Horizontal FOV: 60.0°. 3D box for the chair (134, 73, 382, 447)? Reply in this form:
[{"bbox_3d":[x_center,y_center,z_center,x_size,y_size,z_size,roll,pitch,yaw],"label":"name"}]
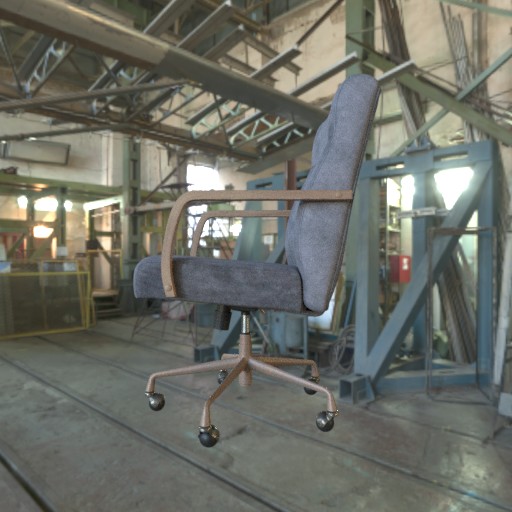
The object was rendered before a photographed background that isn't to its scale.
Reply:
[{"bbox_3d":[0.000,0.000,1.474,0.741,1.029,0.640,0,0,0],"label":"chair"}]
